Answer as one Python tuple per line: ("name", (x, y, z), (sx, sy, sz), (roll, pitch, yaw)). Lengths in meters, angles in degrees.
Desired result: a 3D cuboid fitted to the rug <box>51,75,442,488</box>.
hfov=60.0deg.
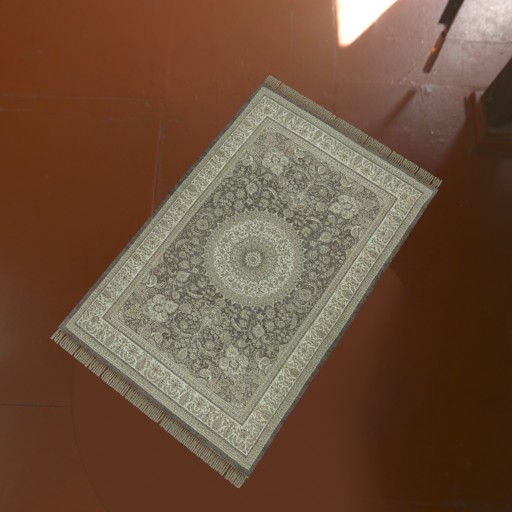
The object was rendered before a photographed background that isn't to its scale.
("rug", (0.000, 0.000, 4.206), (2.143, 0.015, 3.422), (35, 78, 9))
